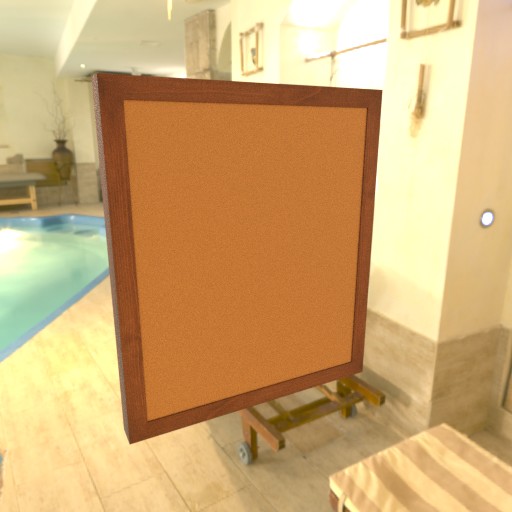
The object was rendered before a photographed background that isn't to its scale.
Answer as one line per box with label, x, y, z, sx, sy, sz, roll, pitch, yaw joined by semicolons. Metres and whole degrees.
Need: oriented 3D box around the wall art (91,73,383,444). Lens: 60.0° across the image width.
wall art;0.000;0.000;0.524;0.330;0.381;0.030;-8;17;-27
